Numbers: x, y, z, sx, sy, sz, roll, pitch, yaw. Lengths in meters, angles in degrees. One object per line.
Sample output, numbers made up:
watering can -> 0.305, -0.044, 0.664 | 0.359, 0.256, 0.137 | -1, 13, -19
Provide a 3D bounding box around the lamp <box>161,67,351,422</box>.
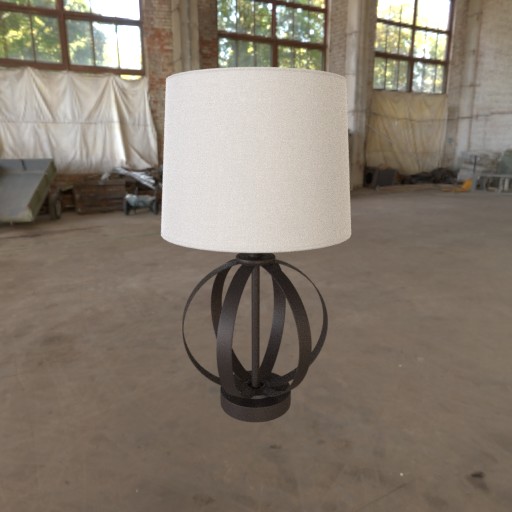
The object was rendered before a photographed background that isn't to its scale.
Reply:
lamp -> 0.000, 0.000, 0.692 | 0.286, 0.510, 0.286 | 0, 14, 0
